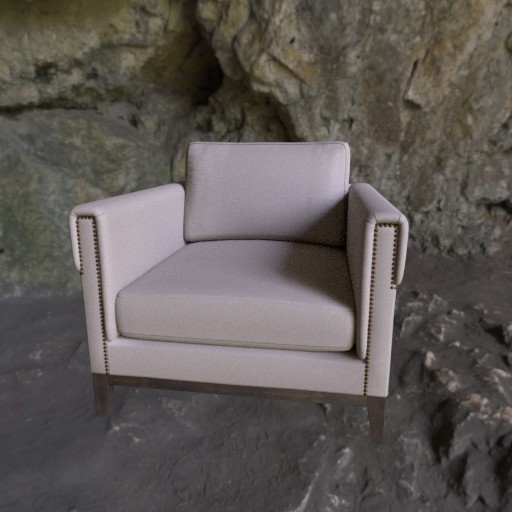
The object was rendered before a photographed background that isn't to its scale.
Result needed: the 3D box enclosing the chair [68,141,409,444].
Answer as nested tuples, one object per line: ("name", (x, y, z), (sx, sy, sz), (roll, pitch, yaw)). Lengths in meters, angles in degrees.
("chair", (0.000, 0.000, 1.658), (0.914, 0.838, 0.959), (2, 14, 9))
